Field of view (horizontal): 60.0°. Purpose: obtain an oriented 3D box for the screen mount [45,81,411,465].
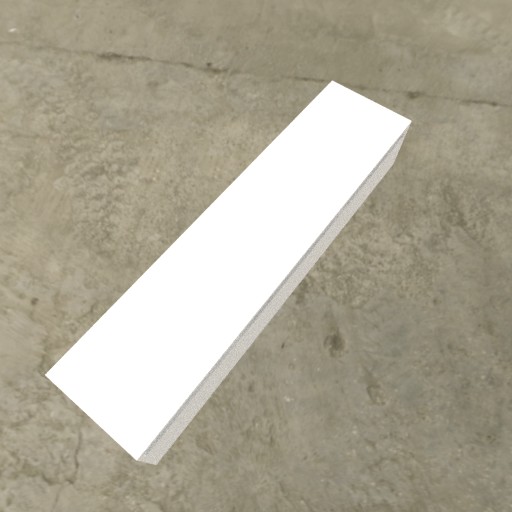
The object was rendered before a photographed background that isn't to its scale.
[{"bbox_3d":[0.000,0.000,1.819,0.399,0.432,1.644,34,67,16],"label":"screen mount"}]
